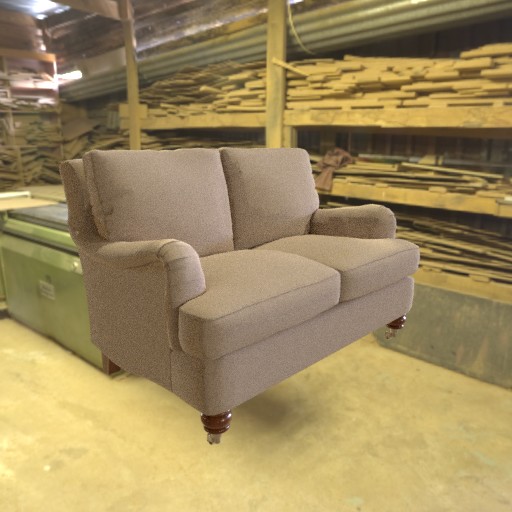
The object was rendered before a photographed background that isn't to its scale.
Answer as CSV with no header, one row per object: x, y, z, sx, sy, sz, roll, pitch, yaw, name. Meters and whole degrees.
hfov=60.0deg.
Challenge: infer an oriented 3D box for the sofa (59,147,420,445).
0.000,0.000,2.205,1.508,1.048,1.087,-14,19,-43,sofa
